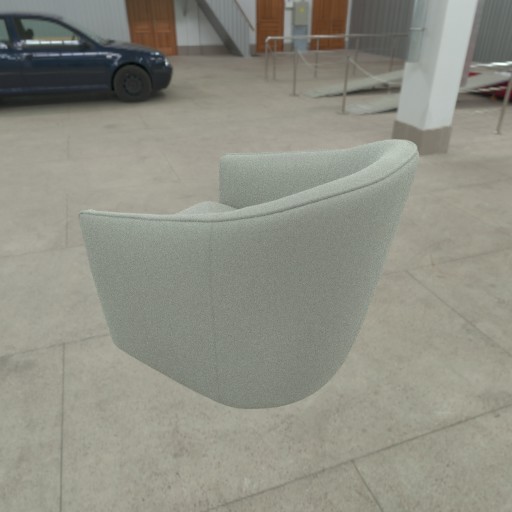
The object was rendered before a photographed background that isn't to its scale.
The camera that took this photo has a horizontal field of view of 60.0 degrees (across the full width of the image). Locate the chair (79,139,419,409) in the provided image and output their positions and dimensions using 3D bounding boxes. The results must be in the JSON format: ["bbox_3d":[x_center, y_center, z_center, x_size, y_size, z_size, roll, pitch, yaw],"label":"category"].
[{"bbox_3d":[0.000,0.000,1.444,0.875,0.799,0.747,19,35,30],"label":"chair"}]
